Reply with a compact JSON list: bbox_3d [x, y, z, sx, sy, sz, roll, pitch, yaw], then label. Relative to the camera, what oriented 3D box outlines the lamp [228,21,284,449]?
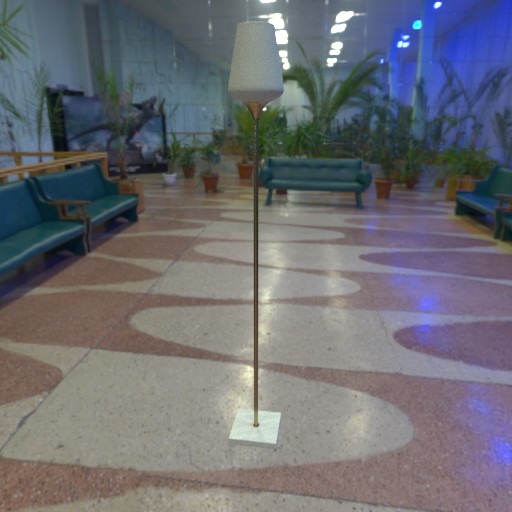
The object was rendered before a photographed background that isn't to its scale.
[{"bbox_3d":[0.000,0.000,1.932,0.229,1.813,0.232,3,17,9],"label":"lamp"}]
